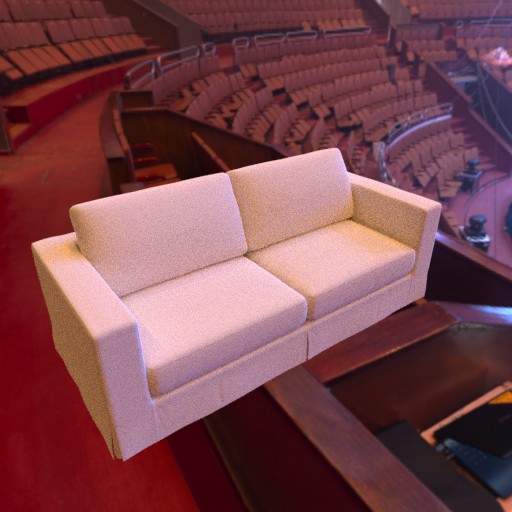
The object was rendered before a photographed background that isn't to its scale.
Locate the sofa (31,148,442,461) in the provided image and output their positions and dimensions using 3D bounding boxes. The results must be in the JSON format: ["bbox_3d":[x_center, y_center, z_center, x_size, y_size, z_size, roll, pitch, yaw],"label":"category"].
[{"bbox_3d":[0.000,0.000,2.550,2.163,0.881,0.954,-20,34,-32],"label":"sofa"}]
